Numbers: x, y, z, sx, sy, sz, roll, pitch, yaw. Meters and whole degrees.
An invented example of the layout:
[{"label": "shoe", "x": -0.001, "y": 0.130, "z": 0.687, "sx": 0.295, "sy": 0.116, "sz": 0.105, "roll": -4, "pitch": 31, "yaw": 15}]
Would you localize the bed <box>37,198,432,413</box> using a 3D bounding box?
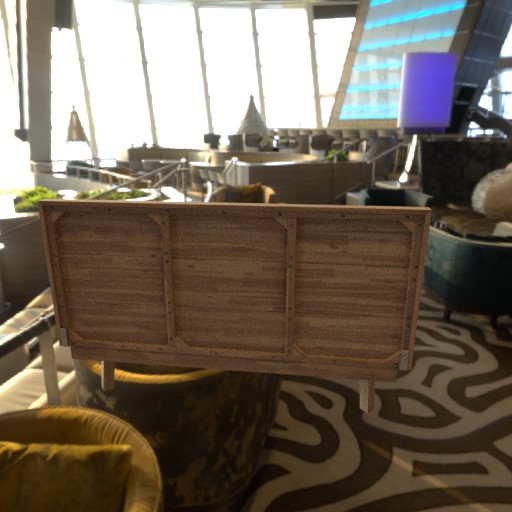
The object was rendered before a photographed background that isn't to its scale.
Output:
[{"label": "bed", "x": 0.000, "y": 0.000, "z": 3.103, "sx": 1.759, "sy": 1.071, "sz": 2.145, "roll": 2, "pitch": 16, "yaw": 8}]
